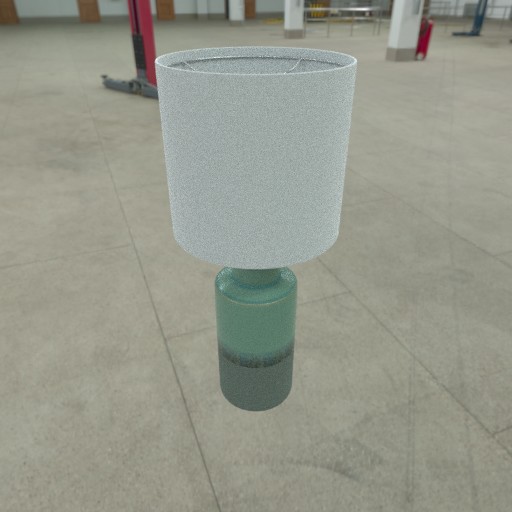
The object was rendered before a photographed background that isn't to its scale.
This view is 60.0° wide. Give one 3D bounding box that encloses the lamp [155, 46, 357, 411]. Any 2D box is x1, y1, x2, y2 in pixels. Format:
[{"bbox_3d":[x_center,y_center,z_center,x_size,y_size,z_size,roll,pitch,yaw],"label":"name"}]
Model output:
[{"bbox_3d":[0.000,0.000,0.599,0.212,0.493,0.212,19,36,28],"label":"lamp"}]
